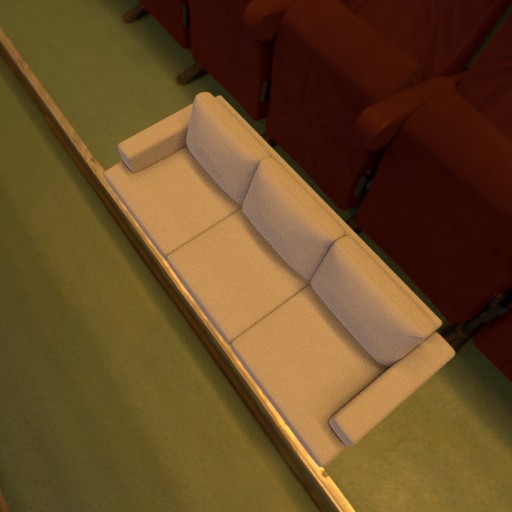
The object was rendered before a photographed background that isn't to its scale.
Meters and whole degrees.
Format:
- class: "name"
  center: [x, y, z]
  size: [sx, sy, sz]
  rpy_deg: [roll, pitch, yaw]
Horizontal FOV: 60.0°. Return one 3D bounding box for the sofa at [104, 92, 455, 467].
- class: "sofa"
  center: [0.000, 0.000, 2.747]
  size: [0.920, 0.810, 2.310]
  rpy_deg: [-34, 69, -15]
